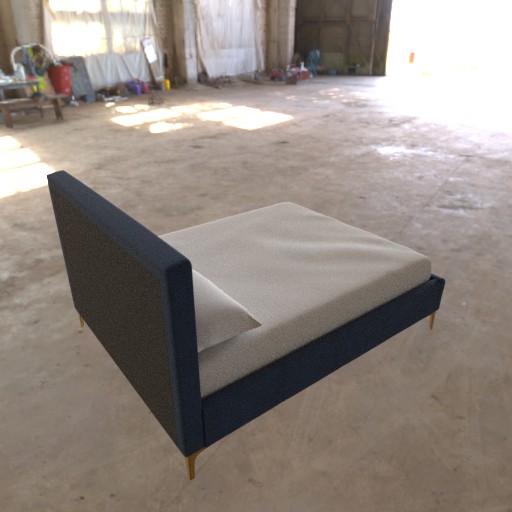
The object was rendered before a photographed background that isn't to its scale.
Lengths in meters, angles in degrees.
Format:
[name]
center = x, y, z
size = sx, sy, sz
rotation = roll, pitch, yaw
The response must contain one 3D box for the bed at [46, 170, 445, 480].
[bed]
center = 0.000, 0.000, 3.151
size = 2.172, 1.231, 1.723
rotation = -19, 32, -33
